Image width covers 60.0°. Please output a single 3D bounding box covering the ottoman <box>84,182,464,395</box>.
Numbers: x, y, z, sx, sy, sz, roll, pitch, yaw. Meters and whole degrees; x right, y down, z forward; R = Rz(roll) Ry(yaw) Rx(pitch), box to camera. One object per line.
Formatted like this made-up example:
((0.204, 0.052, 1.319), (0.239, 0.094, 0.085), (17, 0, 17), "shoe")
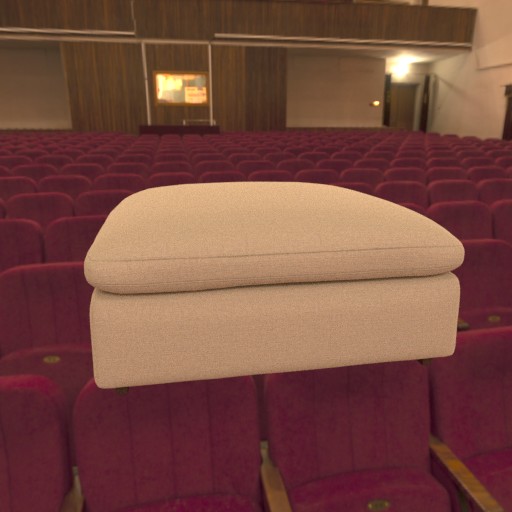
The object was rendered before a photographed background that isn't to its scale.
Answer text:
((0.000, 0.000, 1.535), (0.977, 0.467, 0.996), (-3, 16, -10), "ottoman")
